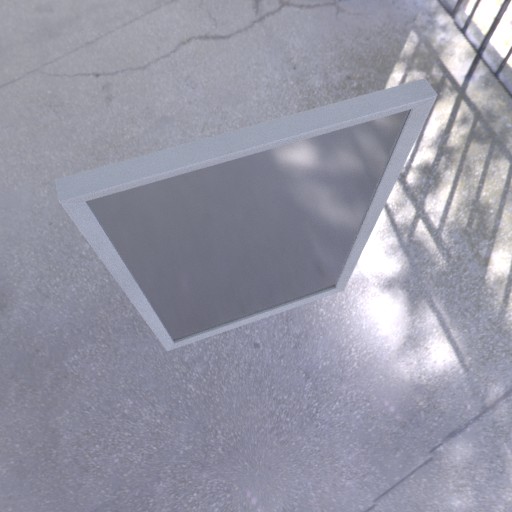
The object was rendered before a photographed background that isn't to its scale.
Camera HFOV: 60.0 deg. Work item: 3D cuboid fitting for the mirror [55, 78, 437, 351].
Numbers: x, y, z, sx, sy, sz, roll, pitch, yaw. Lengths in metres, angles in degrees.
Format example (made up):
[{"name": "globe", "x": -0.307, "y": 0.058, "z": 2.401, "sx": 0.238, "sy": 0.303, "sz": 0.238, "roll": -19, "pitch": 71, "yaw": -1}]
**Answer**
[{"name": "mirror", "x": 0.000, "y": 0.000, "z": 0.887, "sx": 0.507, "sy": 0.710, "sz": 0.039, "roll": -18, "pitch": 65, "yaw": -9}]
